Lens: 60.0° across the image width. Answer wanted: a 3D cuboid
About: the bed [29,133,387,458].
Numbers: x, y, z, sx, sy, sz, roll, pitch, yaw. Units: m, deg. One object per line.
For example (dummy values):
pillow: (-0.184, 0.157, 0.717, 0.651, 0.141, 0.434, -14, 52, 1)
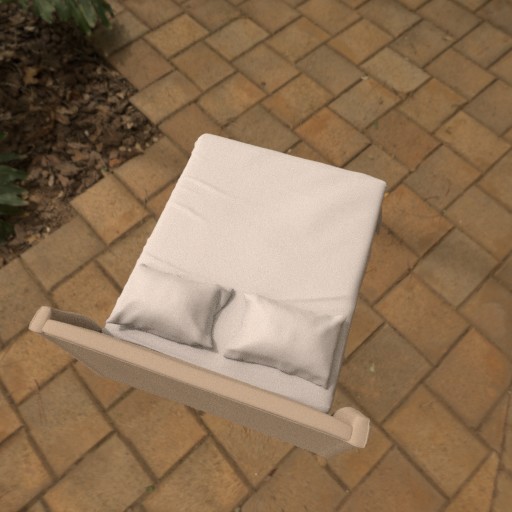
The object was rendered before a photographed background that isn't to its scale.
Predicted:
bed: (0.000, 0.000, 3.348, 1.925, 1.332, 2.276, 17, 65, 8)
